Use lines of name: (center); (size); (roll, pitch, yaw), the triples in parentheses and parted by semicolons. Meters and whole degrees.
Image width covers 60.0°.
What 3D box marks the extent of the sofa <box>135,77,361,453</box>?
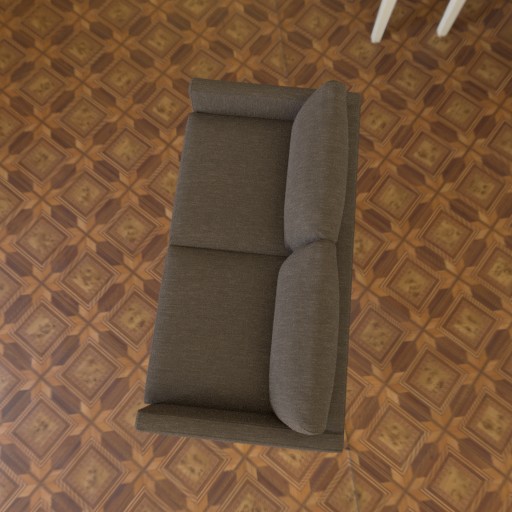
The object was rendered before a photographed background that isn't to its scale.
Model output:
sofa: (0.000, 0.000, 2.177); (0.875, 0.840, 1.682); (6, 76, 1)
